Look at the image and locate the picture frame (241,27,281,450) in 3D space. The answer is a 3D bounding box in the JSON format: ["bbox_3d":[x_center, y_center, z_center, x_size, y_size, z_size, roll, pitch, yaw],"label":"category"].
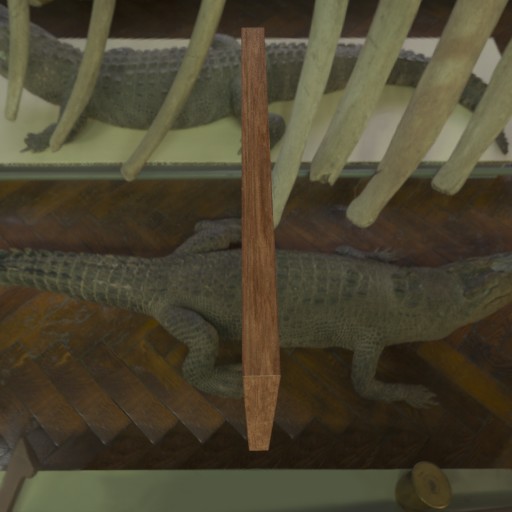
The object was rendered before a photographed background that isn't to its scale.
[{"bbox_3d":[0.000,0.000,0.524,0.025,0.330,0.381,-1,59,-1],"label":"picture frame"}]
